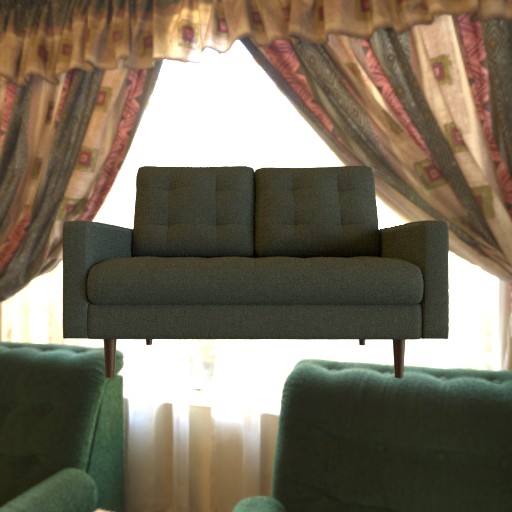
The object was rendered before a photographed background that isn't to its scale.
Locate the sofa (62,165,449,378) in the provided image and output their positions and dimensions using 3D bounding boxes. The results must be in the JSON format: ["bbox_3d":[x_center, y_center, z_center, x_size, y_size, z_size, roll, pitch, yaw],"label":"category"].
[{"bbox_3d":[0.000,0.000,1.975,1.407,0.907,0.842,0,0,0],"label":"sofa"}]
